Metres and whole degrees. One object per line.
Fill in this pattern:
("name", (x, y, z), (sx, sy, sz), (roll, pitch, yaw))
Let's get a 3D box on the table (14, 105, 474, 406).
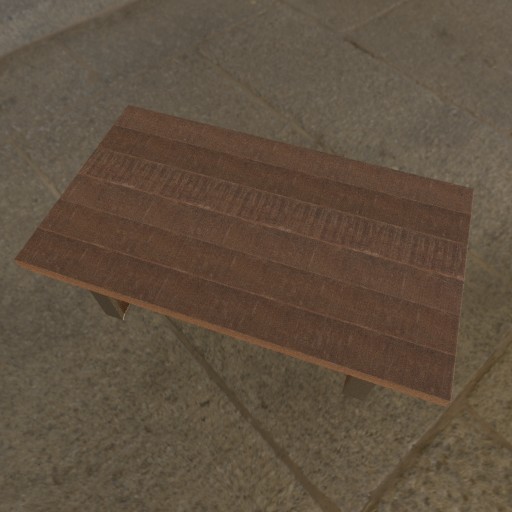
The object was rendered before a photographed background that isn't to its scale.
("table", (0.000, 0.000, 1.715), (1.400, 0.440, 0.800), (16, 60, 10))
